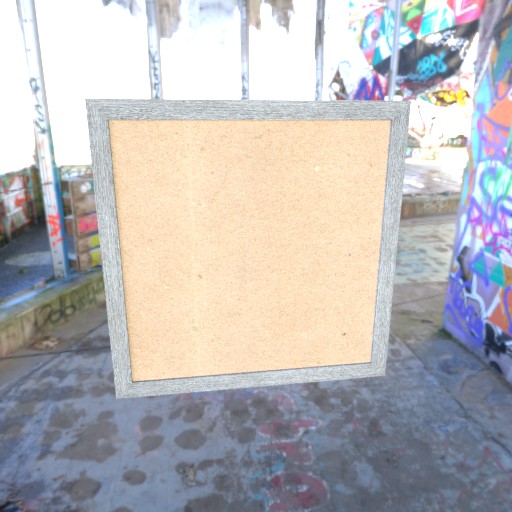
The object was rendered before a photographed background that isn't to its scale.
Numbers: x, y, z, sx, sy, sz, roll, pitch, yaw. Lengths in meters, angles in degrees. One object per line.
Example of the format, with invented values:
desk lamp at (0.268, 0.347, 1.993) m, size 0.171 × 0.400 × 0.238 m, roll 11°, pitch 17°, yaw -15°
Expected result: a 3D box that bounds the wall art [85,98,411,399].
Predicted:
wall art at (0.000, 0.000, 1.029) m, size 0.685 × 0.685 × 0.020 m, roll -3°, pitch 17°, yaw -8°
